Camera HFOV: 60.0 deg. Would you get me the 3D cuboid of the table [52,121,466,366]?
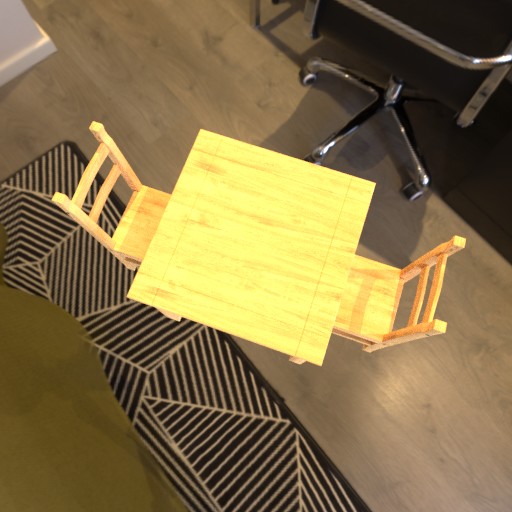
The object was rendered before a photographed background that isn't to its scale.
[{"bbox_3d":[0.000,0.000,2.093,1.501,0.942,0.813,18,74,5],"label":"table"}]
